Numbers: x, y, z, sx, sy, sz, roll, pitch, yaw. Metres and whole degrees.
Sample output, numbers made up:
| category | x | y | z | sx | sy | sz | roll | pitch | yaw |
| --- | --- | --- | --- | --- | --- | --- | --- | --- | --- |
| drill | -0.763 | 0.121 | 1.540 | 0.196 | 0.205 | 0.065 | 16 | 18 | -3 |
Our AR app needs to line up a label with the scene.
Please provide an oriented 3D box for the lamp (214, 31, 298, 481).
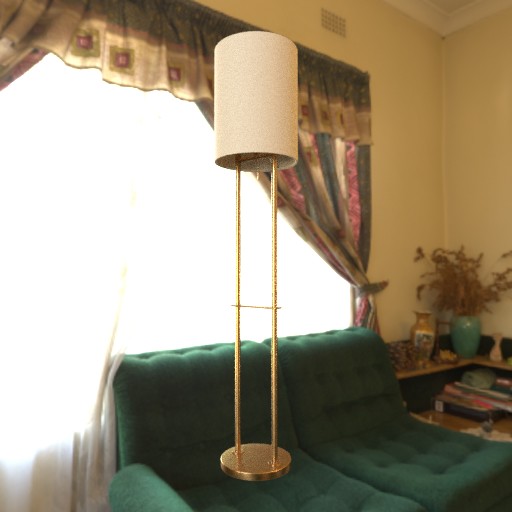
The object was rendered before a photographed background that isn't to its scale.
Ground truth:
| category | x | y | z | sx | sy | sz | roll | pitch | yaw |
| --- | --- | --- | --- | --- | --- | --- | --- | --- | --- |
| lamp | 0.000 | 0.000 | 1.616 | 0.306 | 1.500 | 0.305 | -1 | -2 | 37 |
